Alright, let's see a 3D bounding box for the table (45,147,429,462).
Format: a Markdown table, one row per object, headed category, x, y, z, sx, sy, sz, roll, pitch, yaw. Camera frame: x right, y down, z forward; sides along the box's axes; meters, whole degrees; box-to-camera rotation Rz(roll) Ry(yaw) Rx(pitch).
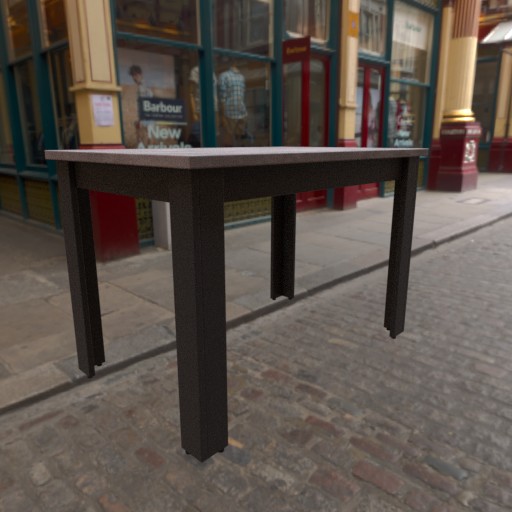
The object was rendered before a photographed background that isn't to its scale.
| category | x | y | z | sx | sy | sz | roll | pitch | yaw |
| --- | --- | --- | --- | --- | --- | --- | --- | --- | --- |
| table | 0.000 | 0.000 | 1.568 | 0.700 | 0.734 | 1.100 | 14 | 20 | 42 |
